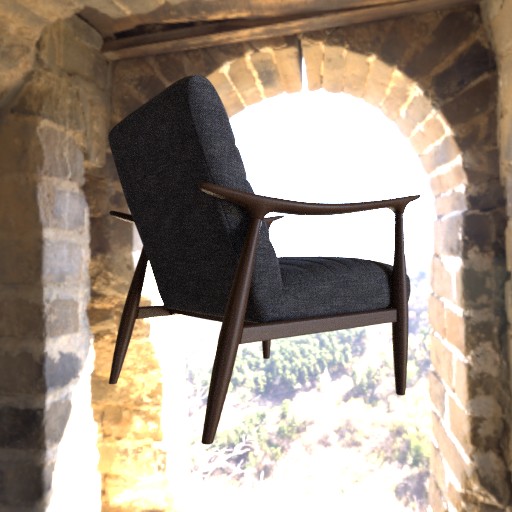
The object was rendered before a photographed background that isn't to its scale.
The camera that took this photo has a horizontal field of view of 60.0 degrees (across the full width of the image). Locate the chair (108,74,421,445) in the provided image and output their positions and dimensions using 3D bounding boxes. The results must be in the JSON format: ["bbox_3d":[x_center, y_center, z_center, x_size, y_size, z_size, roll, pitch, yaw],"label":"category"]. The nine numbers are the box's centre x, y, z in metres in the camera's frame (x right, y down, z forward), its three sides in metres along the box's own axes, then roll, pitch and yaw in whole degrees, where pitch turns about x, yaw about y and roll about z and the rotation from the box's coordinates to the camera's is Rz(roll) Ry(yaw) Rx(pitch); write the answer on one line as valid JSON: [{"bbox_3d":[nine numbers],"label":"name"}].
[{"bbox_3d":[0.000,0.000,1.425,0.798,0.832,0.741,1,-2,-36],"label":"chair"}]
